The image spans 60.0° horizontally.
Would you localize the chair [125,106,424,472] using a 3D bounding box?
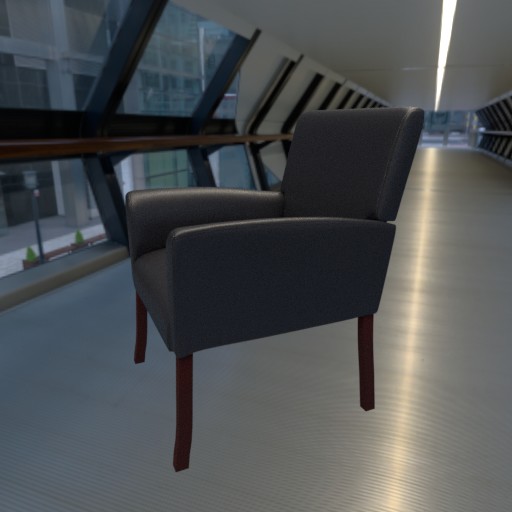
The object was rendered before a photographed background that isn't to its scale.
[{"bbox_3d":[0.000,0.000,1.497,0.772,0.951,0.683,-8,18,-23],"label":"chair"}]
